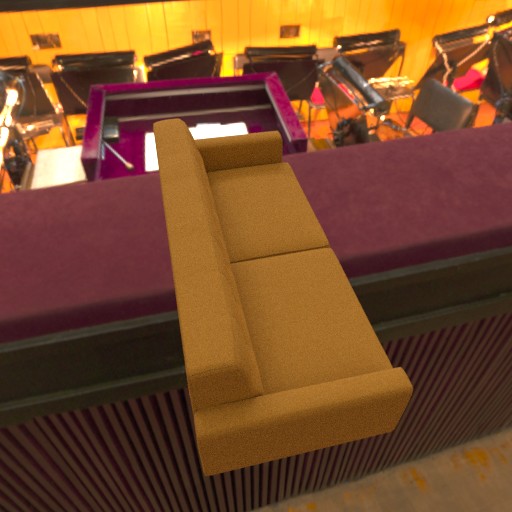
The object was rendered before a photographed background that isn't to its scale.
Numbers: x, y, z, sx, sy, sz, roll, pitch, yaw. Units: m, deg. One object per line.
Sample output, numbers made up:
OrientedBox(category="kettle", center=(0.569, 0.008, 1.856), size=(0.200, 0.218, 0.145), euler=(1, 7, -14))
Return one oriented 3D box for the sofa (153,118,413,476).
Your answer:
OrientedBox(category="sofa", center=(0.000, 0.000, 2.458), size=(0.909, 0.841, 2.029), euler=(-9, 46, -9))
